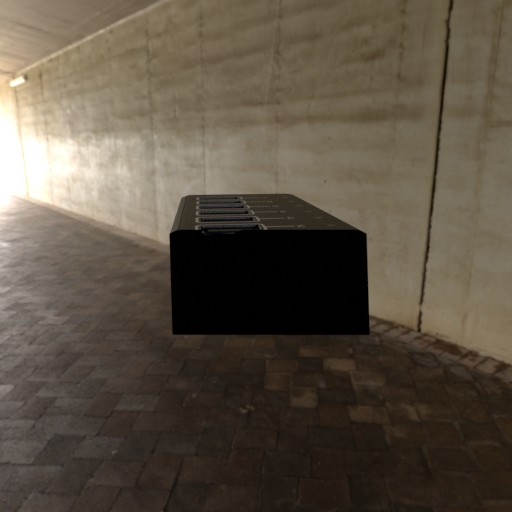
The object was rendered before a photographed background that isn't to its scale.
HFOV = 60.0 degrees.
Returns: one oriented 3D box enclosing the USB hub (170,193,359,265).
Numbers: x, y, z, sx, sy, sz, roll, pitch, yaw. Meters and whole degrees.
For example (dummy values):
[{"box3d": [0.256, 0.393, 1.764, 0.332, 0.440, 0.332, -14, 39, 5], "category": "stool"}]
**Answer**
[{"box3d": [0.000, 0.000, 0.124, 0.044, 0.023, 0.110, -2, 14, -7], "category": "USB hub"}]
